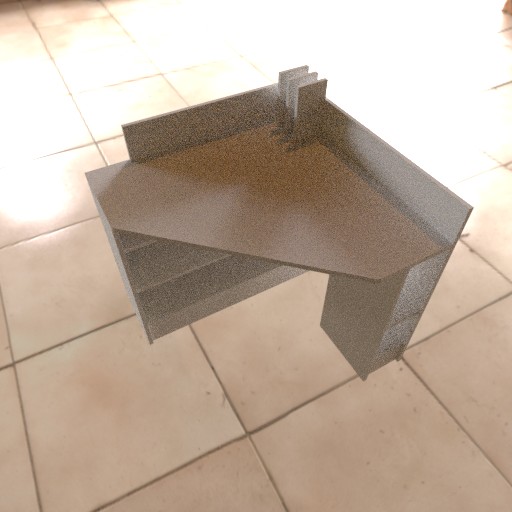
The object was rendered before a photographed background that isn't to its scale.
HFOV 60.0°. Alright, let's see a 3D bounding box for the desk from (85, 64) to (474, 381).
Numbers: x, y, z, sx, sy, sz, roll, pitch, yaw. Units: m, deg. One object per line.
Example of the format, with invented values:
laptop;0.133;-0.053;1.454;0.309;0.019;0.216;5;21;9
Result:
desk;0.000;0.000;1.724;0.940;0.986;0.940;-22;52;-19
